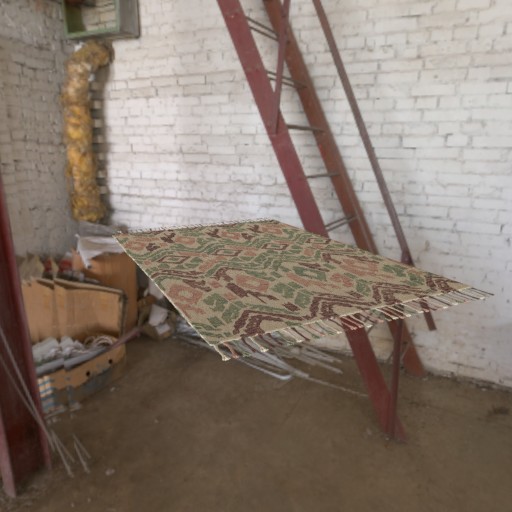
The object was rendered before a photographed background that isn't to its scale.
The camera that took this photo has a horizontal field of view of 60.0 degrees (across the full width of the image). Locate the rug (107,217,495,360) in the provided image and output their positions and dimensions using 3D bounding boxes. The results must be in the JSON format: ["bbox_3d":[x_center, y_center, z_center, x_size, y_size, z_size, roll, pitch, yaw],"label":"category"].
[{"bbox_3d":[0.000,0.000,2.941,1.524,0.011,2.438,-8,17,-26],"label":"rug"}]
